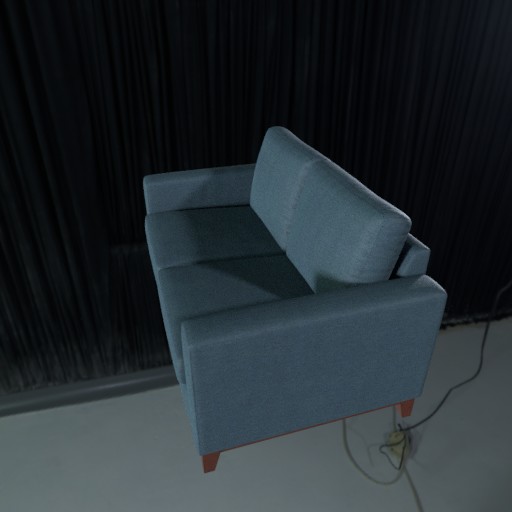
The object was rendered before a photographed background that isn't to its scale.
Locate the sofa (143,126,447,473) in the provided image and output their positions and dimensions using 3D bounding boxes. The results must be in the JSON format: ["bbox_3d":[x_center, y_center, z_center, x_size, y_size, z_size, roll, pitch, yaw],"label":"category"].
[{"bbox_3d":[0.000,0.000,2.111,0.955,0.903,1.489,-9,32,-15],"label":"sofa"}]
